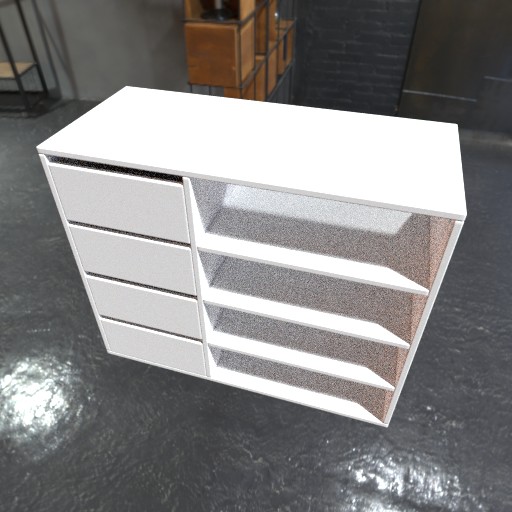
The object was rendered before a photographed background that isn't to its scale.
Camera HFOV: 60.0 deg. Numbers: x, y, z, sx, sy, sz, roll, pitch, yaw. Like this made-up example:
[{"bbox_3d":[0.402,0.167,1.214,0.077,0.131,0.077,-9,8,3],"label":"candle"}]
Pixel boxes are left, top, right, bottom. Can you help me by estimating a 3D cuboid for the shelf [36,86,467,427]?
[{"bbox_3d":[0.000,0.000,1.259,0.895,0.732,0.396,11,42,13],"label":"shelf"}]
